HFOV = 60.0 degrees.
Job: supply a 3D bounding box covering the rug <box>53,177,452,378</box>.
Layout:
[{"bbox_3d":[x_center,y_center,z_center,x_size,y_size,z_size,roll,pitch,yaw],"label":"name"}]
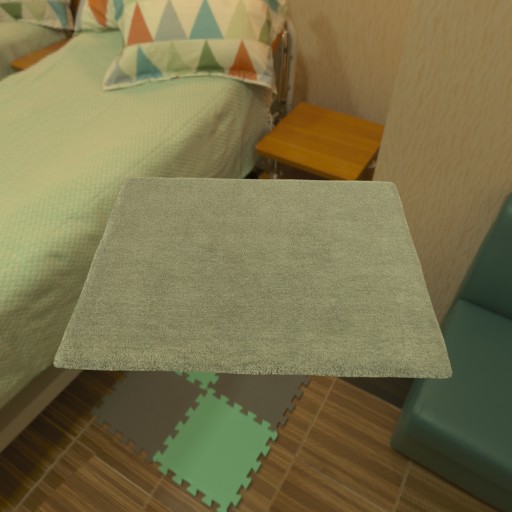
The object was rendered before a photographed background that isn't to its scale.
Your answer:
[{"bbox_3d":[0.000,0.000,3.991,2.933,0.027,2.332,1,46,1],"label":"rug"}]
